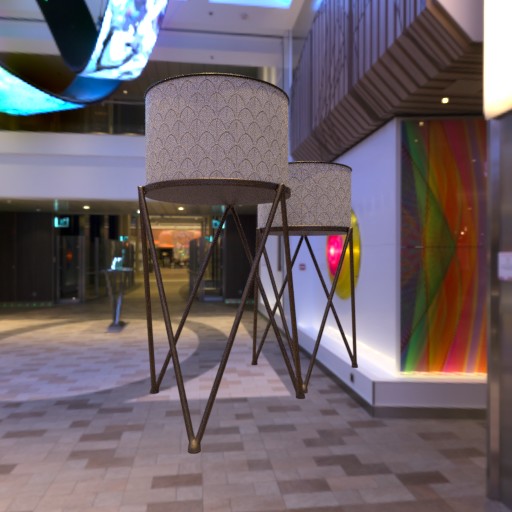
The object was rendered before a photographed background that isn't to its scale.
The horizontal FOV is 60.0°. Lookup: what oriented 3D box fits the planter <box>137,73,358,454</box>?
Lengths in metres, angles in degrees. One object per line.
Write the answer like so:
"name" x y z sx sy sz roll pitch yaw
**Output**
"planter" 0.000 0.000 1.188 0.413 0.712 0.769 0 0 36
